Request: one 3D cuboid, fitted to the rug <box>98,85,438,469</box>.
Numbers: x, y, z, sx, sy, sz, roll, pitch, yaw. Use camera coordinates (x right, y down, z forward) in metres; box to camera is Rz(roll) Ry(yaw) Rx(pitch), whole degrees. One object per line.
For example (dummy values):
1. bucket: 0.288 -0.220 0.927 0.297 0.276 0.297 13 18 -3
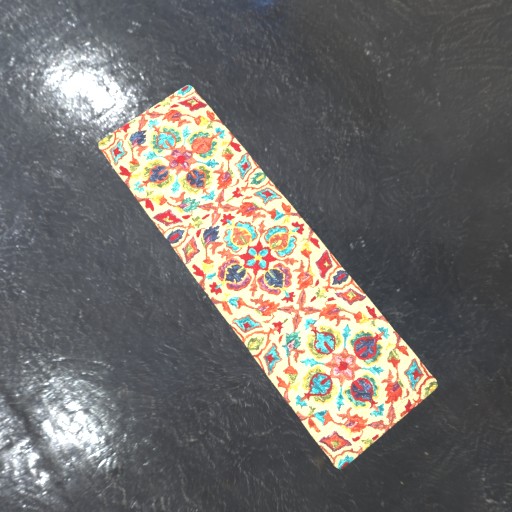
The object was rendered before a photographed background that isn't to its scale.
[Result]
1. rug: 0.000 0.000 2.489 0.693 0.016 2.273 -36 78 -9
